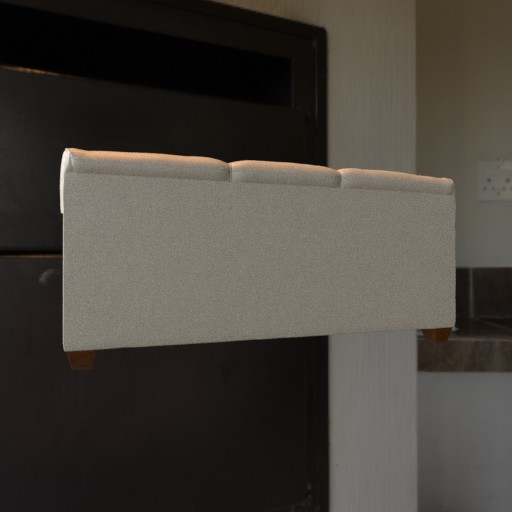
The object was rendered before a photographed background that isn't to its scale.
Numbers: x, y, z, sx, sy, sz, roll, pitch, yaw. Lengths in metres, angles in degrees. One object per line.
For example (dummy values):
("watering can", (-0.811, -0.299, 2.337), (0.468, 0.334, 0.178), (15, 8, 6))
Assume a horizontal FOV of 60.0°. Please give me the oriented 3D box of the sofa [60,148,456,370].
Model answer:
("sofa", (0.000, 0.000, 2.580), (2.024, 0.958, 0.997), (0, 0, -19))
